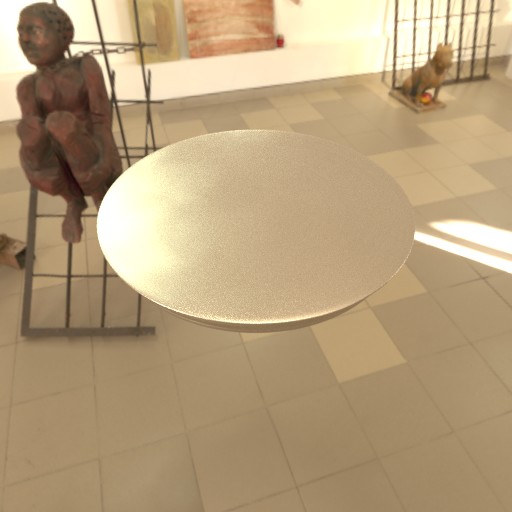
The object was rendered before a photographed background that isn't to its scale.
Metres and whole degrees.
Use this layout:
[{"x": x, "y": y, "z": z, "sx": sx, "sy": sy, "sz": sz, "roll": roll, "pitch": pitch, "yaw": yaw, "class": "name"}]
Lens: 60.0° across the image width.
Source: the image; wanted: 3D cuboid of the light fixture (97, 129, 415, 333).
[{"x": 0.000, "y": 0.000, "z": 0.447, "sx": 0.280, "sy": 0.135, "sz": 0.280, "roll": 0, "pitch": 43, "yaw": 0, "class": "light fixture"}]
